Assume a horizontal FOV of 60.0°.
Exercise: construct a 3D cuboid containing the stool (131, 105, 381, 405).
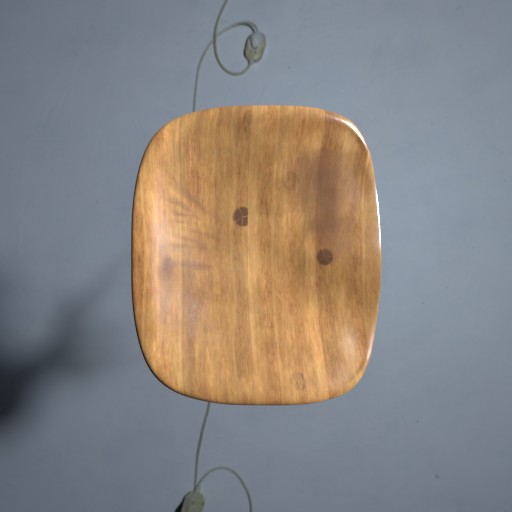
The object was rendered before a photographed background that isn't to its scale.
[{"bbox_3d":[0.000,0.000,0.979,0.424,0.694,0.432,0,90,0],"label":"stool"}]
